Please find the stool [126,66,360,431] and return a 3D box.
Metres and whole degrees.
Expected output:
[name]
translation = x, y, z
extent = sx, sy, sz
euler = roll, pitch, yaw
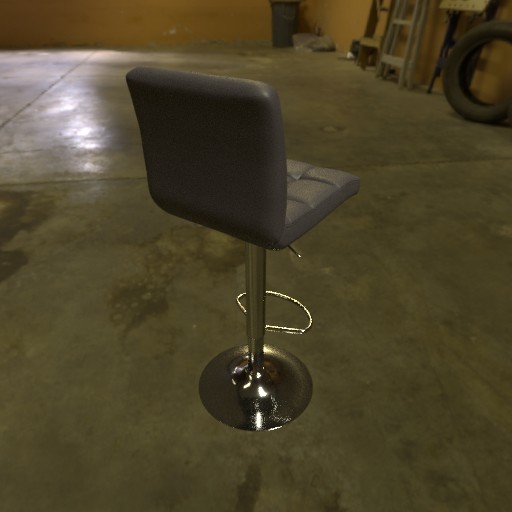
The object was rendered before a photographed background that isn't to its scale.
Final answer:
[stool]
translation = 0.000, 0.000, 1.371
extent = 0.430, 1.115, 0.505
euler = 21, 37, 31
